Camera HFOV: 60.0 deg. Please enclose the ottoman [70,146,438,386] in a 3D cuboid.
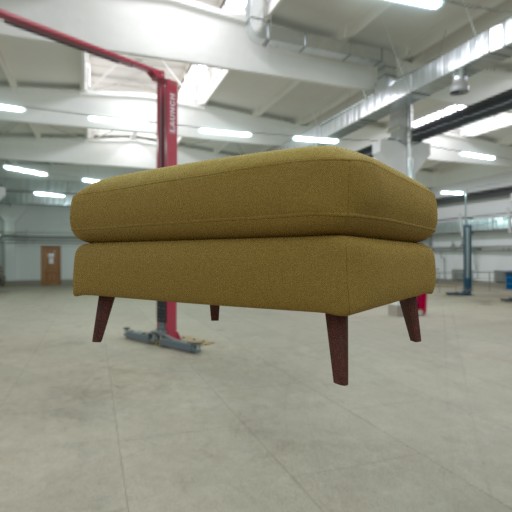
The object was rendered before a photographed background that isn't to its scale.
[{"bbox_3d":[0.000,0.000,1.168,0.811,0.449,0.608,0,0,35],"label":"ottoman"}]
